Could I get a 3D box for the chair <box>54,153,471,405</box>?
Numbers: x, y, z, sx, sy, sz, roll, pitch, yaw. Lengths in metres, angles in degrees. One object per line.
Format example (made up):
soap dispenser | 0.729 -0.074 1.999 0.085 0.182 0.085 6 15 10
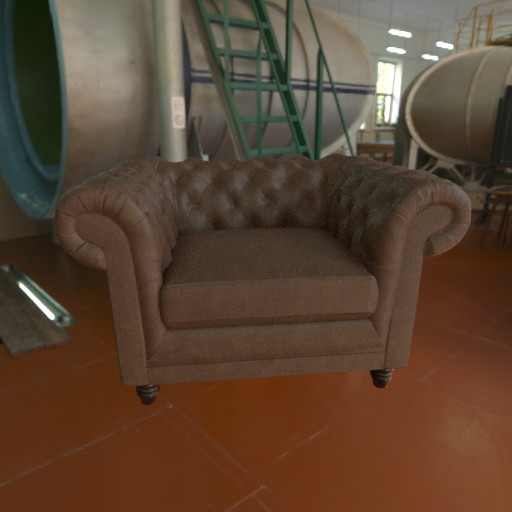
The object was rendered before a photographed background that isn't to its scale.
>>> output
chair | 0.000 0.000 1.842 1.298 0.784 0.954 -2 17 -7
